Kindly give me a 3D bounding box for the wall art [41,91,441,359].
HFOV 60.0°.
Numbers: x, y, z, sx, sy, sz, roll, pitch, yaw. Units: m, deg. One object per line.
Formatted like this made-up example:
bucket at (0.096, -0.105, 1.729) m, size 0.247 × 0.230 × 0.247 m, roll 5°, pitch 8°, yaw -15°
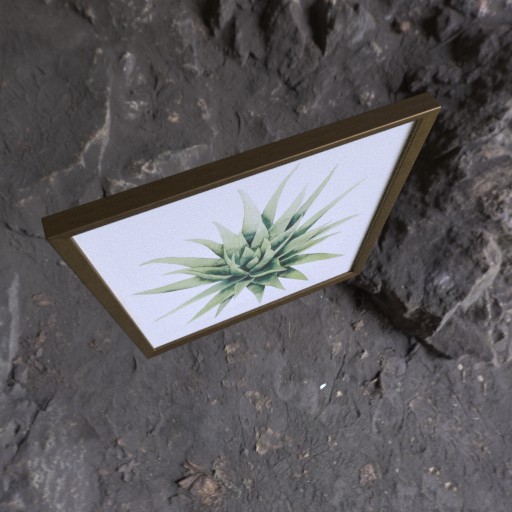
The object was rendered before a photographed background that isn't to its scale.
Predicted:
wall art at (0.000, 0.000, 0.752) m, size 0.503 × 0.506 × 0.030 m, roll -21°, pitch 64°, yaw -10°
